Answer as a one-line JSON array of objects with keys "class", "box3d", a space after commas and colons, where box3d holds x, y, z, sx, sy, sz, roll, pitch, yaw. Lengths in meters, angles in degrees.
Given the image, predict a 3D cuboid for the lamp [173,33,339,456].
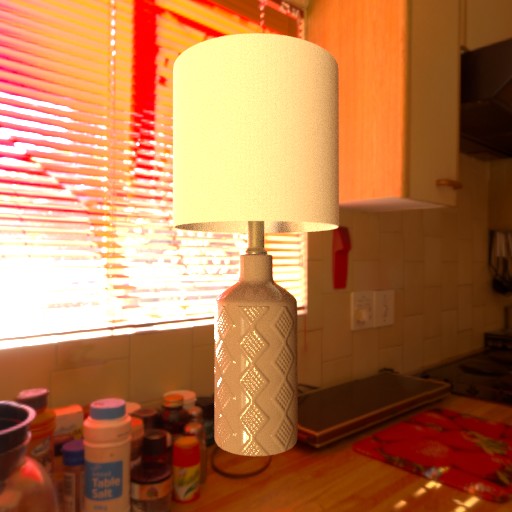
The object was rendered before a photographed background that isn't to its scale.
[{"class": "lamp", "box3d": [0.000, 0.000, 0.560, 0.207, 0.461, 0.207, 0, -1, 18]}]
